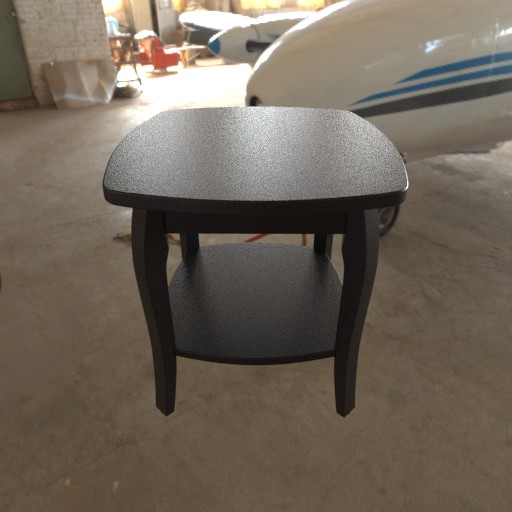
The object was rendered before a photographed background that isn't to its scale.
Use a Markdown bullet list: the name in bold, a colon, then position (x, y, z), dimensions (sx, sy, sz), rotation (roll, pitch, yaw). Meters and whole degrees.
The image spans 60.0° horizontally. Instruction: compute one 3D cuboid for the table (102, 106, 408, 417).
- **table**: position (0.000, 0.000, 0.867), dimensions (0.457, 0.457, 0.508), rotation (0, 31, 0)
